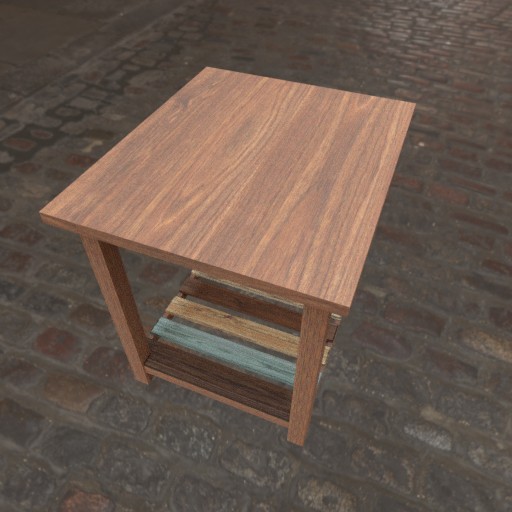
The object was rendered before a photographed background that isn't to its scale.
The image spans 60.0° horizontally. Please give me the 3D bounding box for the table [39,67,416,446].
[{"bbox_3d":[0.000,0.000,1.149,0.559,0.635,0.660,16,48,15],"label":"table"}]
